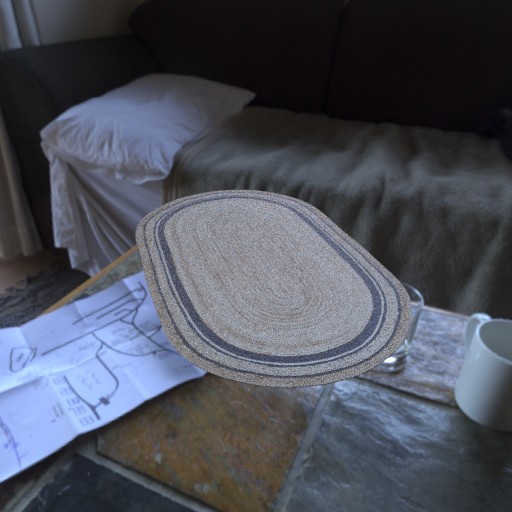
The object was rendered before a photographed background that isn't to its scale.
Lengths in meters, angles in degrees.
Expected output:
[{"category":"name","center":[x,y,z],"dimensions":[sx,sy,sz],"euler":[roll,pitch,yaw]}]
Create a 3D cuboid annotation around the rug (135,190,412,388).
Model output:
[{"category":"rug","center":[0.000,0.000,3.070],"dimensions":[1.520,0.006,2.432],"euler":[-11,32,-17]}]
